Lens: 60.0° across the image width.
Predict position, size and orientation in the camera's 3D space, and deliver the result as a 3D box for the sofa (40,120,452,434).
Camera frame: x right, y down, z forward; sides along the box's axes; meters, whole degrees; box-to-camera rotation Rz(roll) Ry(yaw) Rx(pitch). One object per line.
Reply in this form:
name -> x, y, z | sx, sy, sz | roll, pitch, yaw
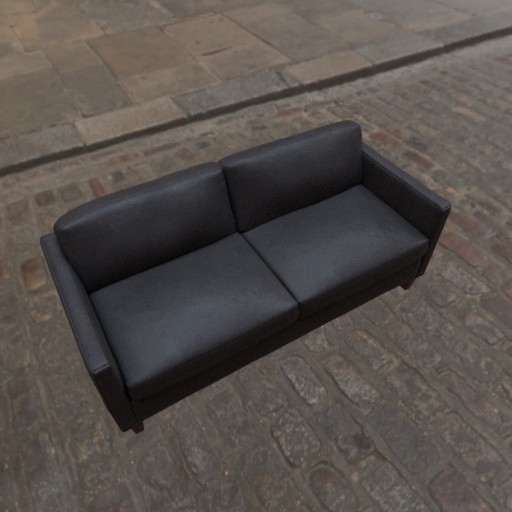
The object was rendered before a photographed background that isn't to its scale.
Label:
sofa -> 0.000, 0.000, 2.432 | 1.971, 0.863, 0.933 | -23, 50, -21
